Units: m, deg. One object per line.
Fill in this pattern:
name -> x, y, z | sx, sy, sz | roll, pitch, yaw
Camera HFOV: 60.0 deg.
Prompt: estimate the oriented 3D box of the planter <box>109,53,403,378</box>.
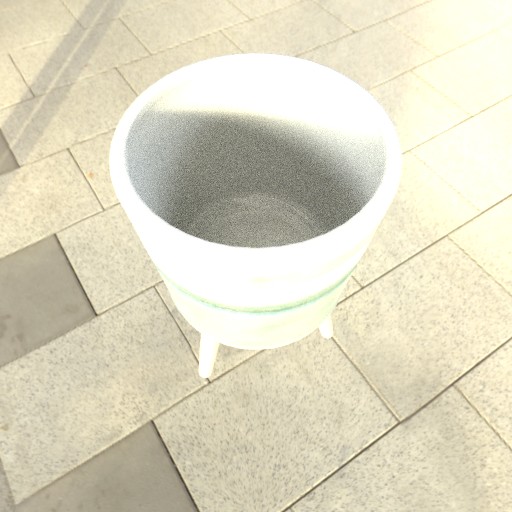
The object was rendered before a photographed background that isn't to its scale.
planter -> 0.000, 0.000, 0.573 | 0.265, 0.404, 0.265 | -31, 63, -18
